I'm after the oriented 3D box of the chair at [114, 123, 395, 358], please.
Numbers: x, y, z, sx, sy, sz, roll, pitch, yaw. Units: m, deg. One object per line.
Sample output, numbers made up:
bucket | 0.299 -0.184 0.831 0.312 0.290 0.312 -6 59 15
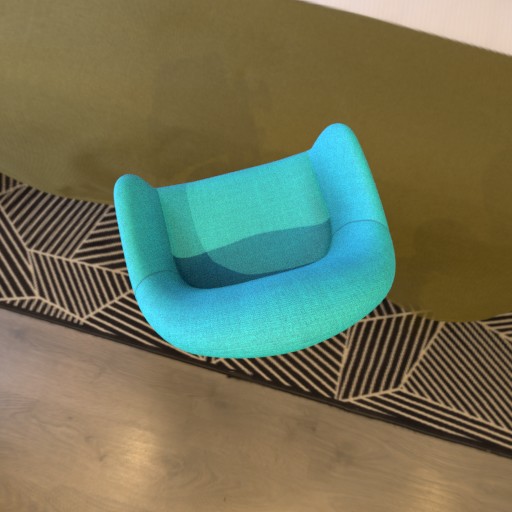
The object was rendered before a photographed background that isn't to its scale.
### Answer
chair | 0.000 0.000 1.201 0.590 0.795 0.550 -15 76 -4
